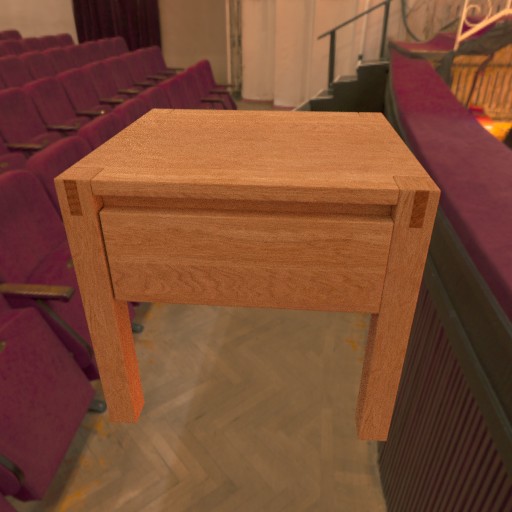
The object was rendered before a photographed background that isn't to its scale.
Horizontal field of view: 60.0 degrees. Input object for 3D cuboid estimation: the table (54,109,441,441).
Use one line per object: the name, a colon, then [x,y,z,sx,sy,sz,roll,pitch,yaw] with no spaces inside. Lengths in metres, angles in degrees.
table: [0.000,0.000,0.845,0.480,0.450,0.440,2,30,4]
